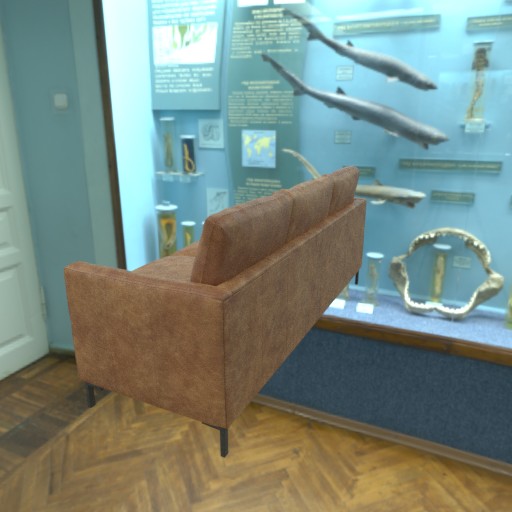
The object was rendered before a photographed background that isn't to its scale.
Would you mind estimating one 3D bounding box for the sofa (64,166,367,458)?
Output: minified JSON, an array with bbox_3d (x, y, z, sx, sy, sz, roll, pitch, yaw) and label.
[{"bbox_3d":[0.000,0.000,2.436,0.748,0.863,2.029,8,19,25],"label":"sofa"}]
